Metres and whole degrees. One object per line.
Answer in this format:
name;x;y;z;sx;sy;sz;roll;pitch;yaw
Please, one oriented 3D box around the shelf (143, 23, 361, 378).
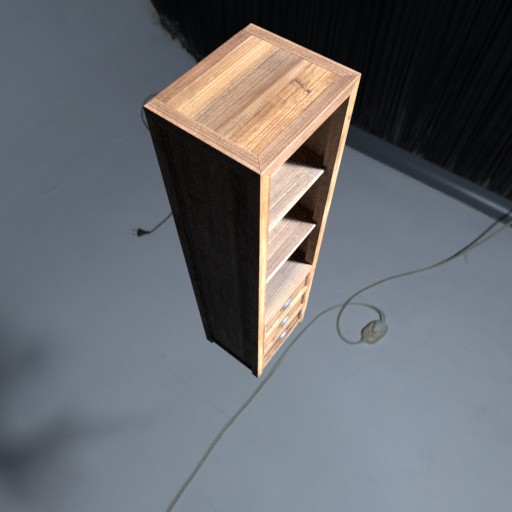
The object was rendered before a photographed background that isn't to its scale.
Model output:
shelf;0.000;0.000;2.107;0.428;1.900;0.500;33;65;18
